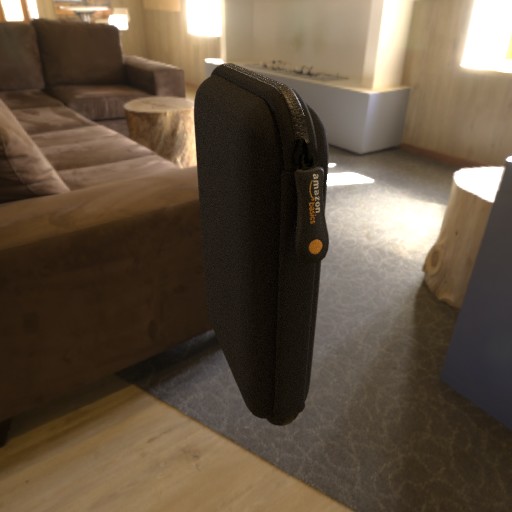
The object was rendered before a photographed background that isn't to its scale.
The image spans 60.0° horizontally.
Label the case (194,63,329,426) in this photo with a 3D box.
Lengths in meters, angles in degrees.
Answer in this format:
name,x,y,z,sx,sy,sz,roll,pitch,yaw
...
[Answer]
name,x,y,z,sx,sy,sz,roll,pitch,yaw
case,0.000,0.000,0.193,0.030,0.147,0.107,-10,32,-17
